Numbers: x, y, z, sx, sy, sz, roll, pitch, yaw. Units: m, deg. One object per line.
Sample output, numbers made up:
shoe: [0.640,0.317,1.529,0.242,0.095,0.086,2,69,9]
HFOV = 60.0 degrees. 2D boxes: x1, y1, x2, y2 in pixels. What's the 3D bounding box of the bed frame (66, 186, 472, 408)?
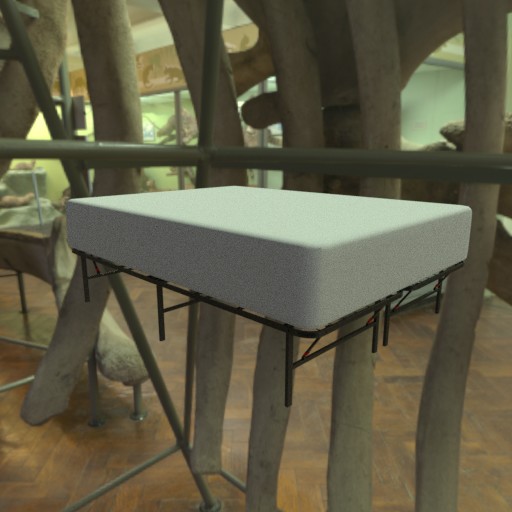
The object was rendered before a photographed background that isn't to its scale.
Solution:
bed frame: [0.000,0.000,2.778,2.037,0.677,1.528,13,19,43]
